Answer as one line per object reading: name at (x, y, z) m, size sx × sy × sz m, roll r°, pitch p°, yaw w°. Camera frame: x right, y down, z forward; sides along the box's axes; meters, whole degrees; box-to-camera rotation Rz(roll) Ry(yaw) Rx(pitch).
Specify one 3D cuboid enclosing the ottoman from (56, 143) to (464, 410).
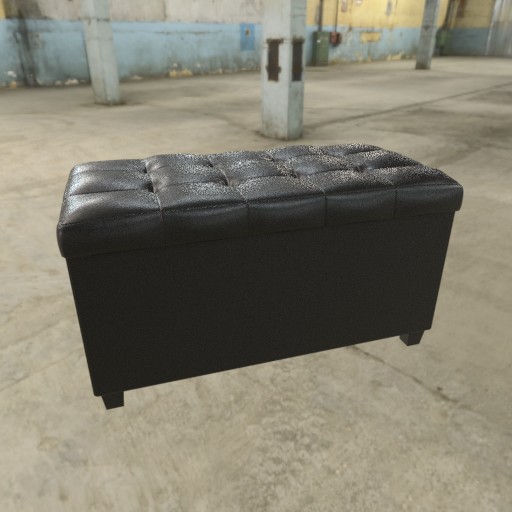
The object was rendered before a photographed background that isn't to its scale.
ottoman at (0.000, 0.000, 1.116) m, size 0.838 × 0.470 × 0.432 m, roll -8°, pitch 27°, yaw -15°
